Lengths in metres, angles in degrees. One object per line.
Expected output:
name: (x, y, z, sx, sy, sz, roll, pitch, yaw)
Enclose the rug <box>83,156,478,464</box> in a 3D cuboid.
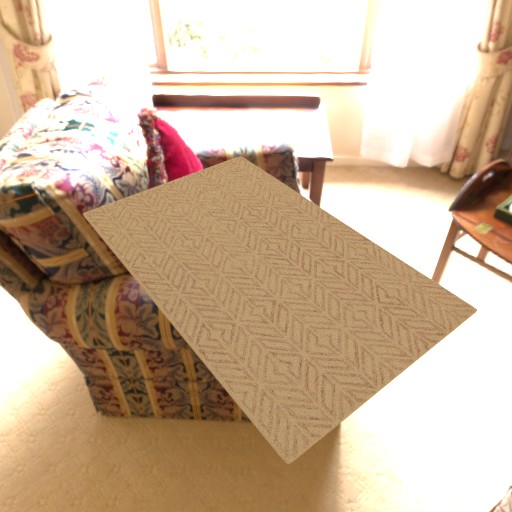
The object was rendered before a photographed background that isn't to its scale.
rug: (0.000, 0.000, 3.056, 1.523, 0.008, 2.438, -27, 47, -28)
